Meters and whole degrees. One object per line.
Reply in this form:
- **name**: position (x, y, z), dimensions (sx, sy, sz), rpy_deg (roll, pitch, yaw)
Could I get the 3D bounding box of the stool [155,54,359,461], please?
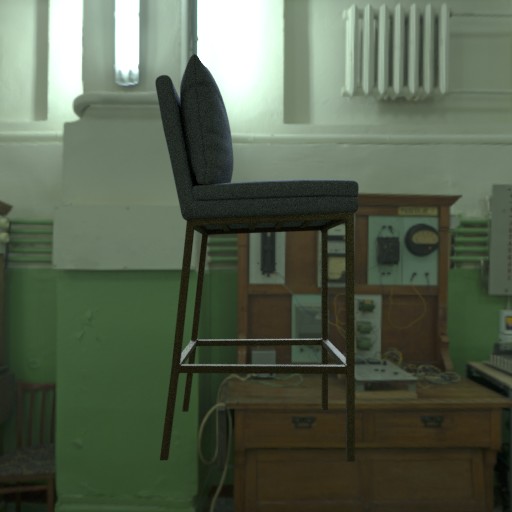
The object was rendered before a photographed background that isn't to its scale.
- **stool**: position (0.000, 0.000, 1.439), dimensions (0.569, 1.130, 0.463), rpy_deg (0, -1, -1)
